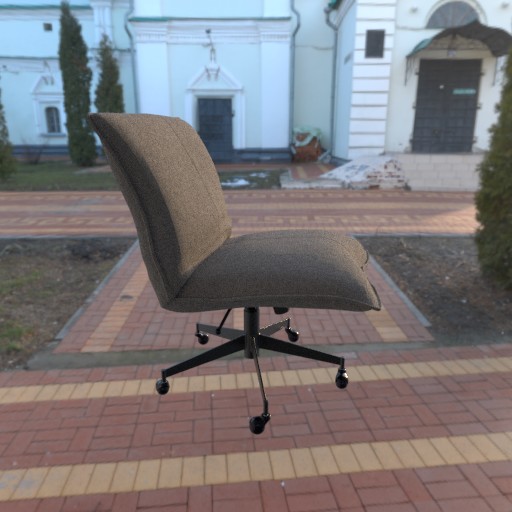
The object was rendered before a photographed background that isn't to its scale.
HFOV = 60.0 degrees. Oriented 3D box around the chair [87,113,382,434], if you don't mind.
[{"bbox_3d":[0.000,0.000,1.318,0.696,0.811,0.597,3,16,11],"label":"chair"}]
